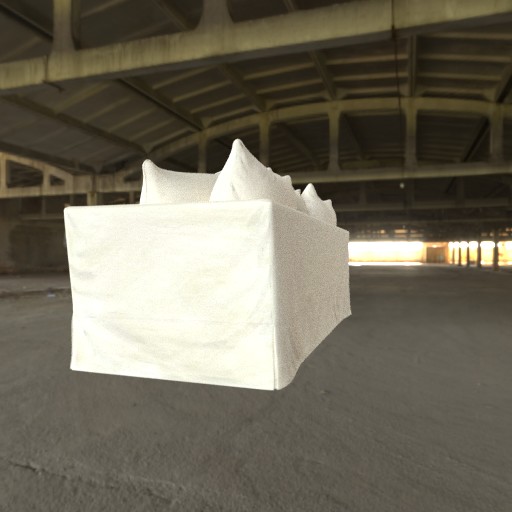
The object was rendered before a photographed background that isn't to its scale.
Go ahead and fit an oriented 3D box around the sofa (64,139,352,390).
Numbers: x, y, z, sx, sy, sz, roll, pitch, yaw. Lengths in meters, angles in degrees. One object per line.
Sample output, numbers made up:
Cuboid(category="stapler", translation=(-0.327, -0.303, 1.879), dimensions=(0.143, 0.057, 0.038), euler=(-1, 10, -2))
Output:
Cuboid(category="sofa", translation=(0.000, 0.000, 2.998), dimensions=(1.030, 1.042, 2.484), euler=(0, 0, 19))
